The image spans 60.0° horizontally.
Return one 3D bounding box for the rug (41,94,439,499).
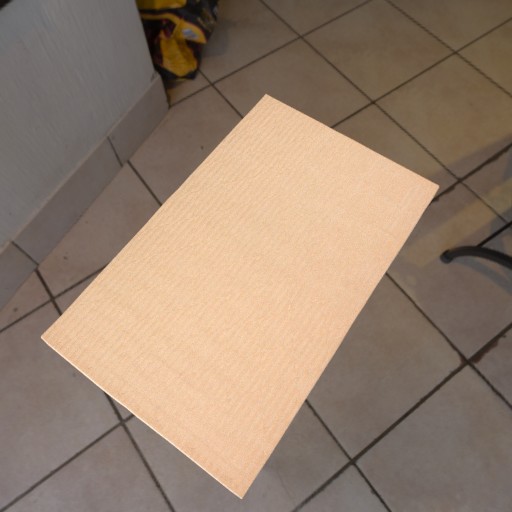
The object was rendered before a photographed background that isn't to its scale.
[{"bbox_3d":[0.000,0.000,2.953,1.531,0.014,2.441,33,69,14],"label":"rug"}]
